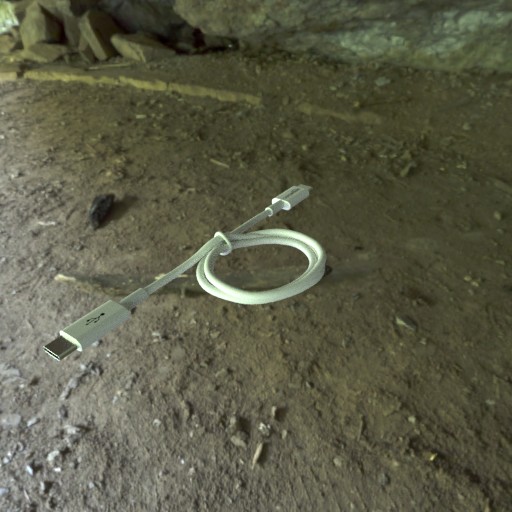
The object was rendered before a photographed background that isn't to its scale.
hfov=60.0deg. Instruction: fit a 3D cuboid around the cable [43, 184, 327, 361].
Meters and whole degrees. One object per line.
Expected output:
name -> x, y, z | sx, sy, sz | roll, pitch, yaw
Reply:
cable -> 0.000, 0.000, 0.230 | 0.070, 0.014, 0.203 | 20, 37, 29
